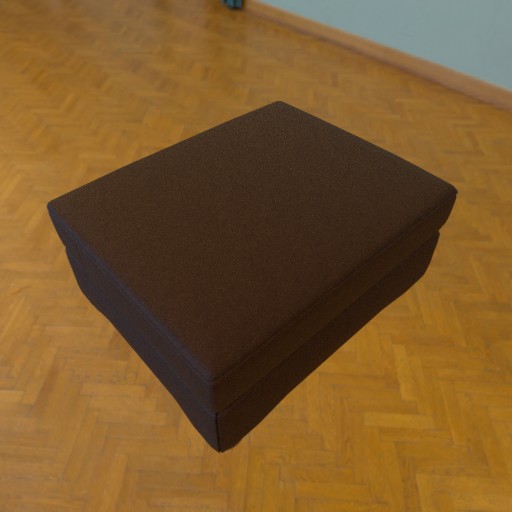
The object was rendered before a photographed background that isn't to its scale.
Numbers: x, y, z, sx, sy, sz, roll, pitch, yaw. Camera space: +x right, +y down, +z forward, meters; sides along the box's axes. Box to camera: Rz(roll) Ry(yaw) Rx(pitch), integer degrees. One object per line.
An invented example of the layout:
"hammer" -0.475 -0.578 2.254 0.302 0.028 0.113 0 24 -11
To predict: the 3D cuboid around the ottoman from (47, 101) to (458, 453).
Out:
"ottoman" 0.000 0.000 1.813 1.187 0.730 0.967 -33 54 -28
